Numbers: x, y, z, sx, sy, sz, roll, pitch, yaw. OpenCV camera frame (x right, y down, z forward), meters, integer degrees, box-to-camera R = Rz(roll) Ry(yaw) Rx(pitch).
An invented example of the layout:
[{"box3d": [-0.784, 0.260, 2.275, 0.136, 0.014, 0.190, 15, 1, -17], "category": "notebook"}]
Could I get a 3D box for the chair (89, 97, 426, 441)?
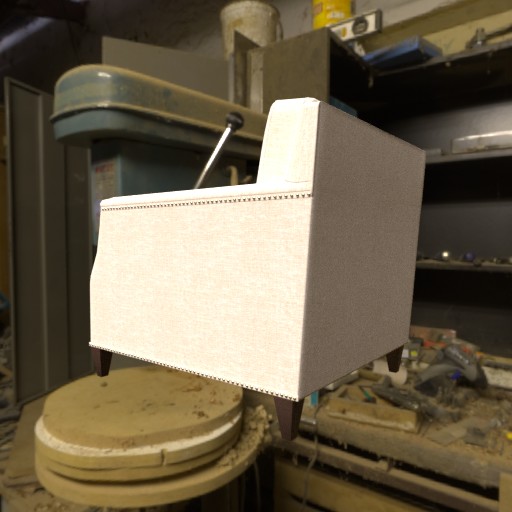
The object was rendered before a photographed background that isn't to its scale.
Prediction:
[{"box3d": [0.000, 0.000, 1.738, 1.041, 0.940, 0.838, 2, 3, 38], "category": "chair"}]
